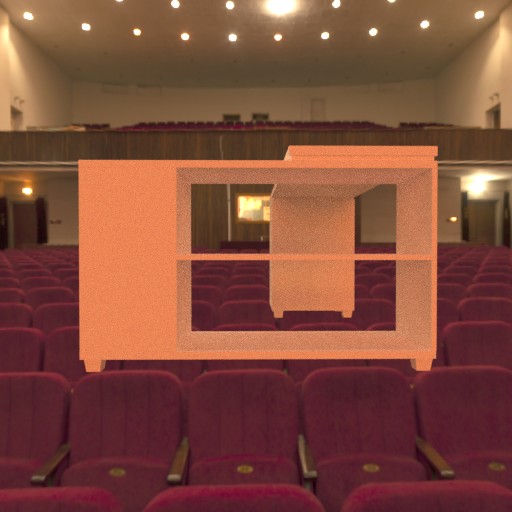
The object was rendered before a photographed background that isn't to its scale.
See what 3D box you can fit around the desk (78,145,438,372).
[{"bbox_3d":[0.000,0.000,2.246,1.199,0.759,1.524,0,1,-1],"label":"desk"}]
